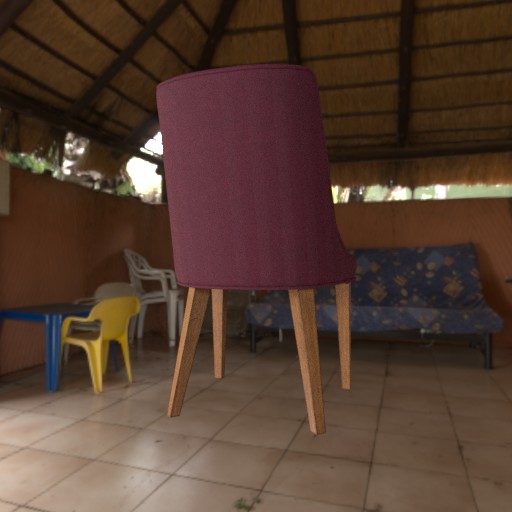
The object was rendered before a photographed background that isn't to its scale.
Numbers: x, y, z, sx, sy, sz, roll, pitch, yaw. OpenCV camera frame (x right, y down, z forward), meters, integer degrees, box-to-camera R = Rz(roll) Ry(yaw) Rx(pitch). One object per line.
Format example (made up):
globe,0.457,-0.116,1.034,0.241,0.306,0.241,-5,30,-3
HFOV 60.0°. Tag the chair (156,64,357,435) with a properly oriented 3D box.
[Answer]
chair,0.000,0.000,1.336,0.548,0.916,0.638,0,-1,17
